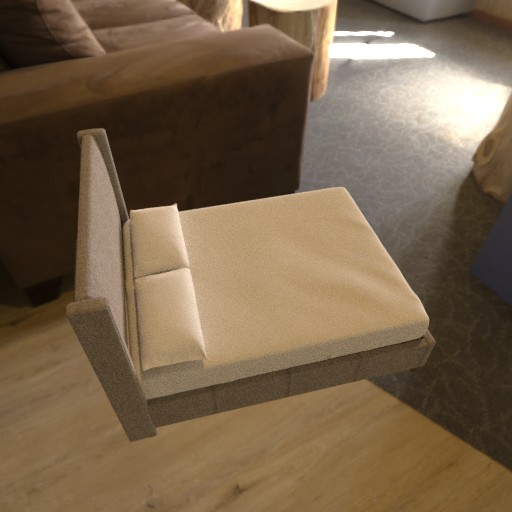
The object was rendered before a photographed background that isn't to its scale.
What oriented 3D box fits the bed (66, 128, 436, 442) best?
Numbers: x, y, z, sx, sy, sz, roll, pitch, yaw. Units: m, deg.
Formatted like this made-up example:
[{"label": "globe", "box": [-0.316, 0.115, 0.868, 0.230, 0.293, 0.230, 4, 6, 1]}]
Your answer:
[{"label": "bed", "box": [0.000, 0.000, 3.333, 2.245, 1.476, 1.714, -10, 46, -10]}]
